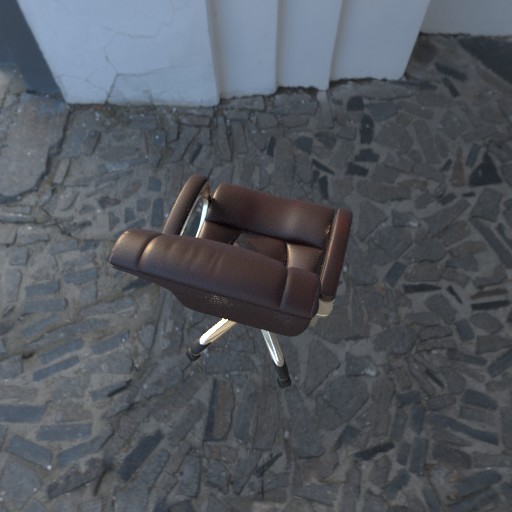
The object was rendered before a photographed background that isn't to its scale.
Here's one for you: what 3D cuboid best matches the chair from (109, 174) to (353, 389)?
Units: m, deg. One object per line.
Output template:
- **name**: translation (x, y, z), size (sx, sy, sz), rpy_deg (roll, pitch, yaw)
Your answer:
- **chair**: translation (0.000, 0.000, 1.540), size (0.662, 1.107, 0.739), rpy_deg (14, 64, 7)
